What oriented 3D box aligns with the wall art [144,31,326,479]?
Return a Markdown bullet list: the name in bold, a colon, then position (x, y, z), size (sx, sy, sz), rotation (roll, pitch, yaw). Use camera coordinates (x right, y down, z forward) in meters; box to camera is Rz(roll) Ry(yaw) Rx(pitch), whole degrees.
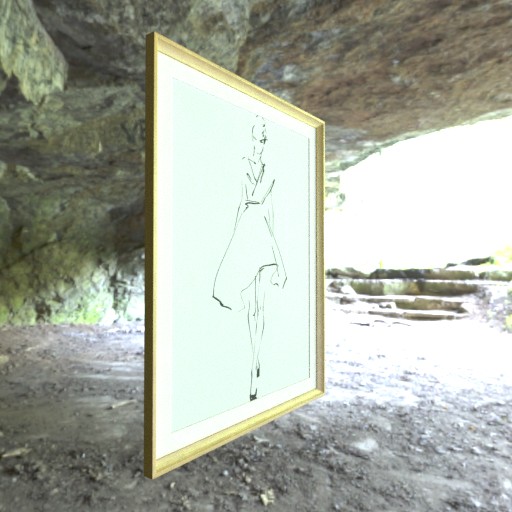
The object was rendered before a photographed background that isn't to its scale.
- **wall art**: position (0.000, 0.000, 1.316), size (0.030, 1.002, 0.798), rotation (-1, -1, 37)
